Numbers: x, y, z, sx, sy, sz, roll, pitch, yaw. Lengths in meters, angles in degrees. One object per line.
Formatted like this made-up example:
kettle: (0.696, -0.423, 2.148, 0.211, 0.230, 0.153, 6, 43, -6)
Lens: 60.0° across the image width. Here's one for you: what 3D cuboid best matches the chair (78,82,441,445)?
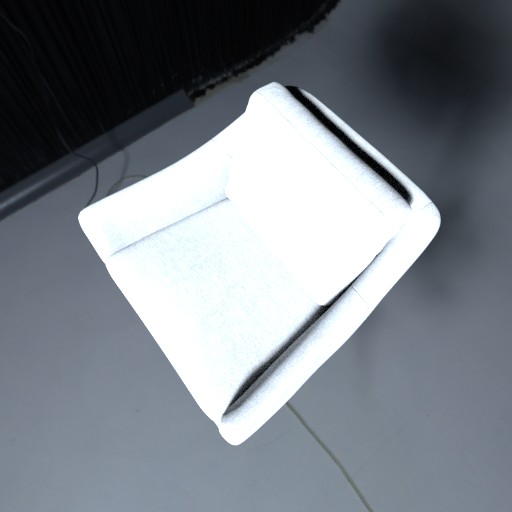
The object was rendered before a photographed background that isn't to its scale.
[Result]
chair: (0.000, 0.000, 1.692, 0.961, 0.902, 0.986, -34, 68, -16)
